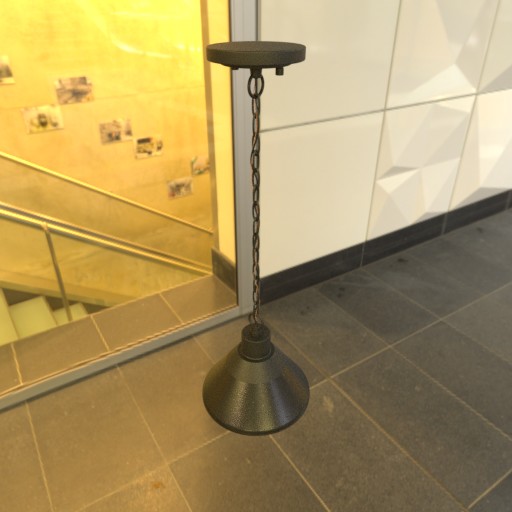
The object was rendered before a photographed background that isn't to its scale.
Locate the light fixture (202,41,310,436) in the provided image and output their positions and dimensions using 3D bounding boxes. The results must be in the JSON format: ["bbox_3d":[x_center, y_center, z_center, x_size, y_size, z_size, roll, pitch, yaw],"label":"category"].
[{"bbox_3d":[0.000,0.000,0.684,0.201,0.588,0.201,22,37,32],"label":"light fixture"}]
